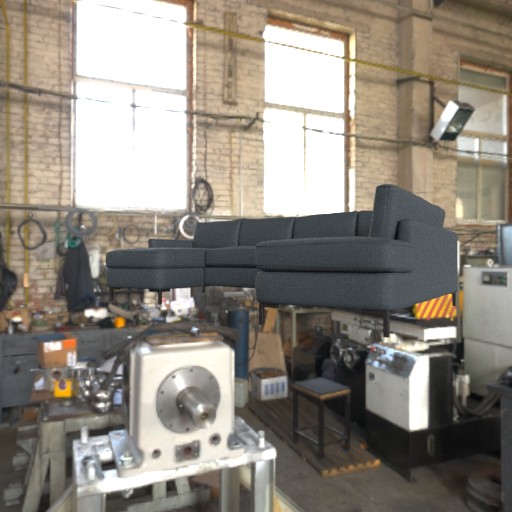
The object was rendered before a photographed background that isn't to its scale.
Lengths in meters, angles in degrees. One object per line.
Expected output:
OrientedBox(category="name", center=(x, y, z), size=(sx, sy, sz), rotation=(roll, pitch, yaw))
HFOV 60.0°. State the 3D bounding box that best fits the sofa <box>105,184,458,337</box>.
OrientedBox(category="sofa", center=(0.000, 0.000, 3.823), size=(2.975, 0.858, 1.984), rotation=(0, -1, 34))
